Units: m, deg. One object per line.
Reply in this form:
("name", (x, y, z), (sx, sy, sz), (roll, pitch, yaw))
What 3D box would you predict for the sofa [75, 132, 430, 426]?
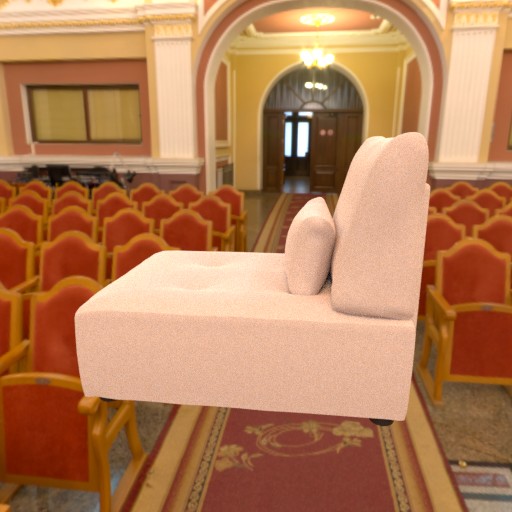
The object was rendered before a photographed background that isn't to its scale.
("sofa", (0.000, 0.000, 1.552), (1.000, 0.820, 0.700), (2, 15, 7))
